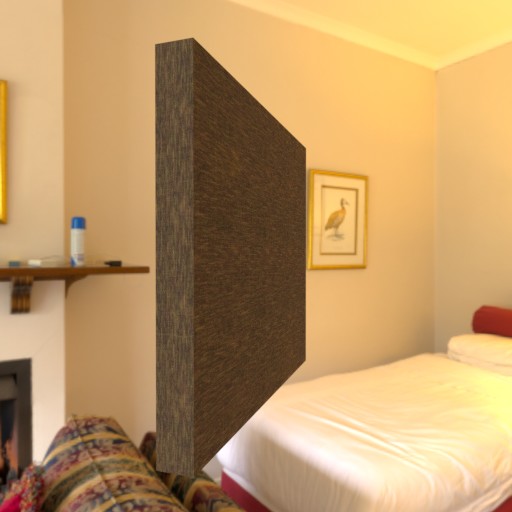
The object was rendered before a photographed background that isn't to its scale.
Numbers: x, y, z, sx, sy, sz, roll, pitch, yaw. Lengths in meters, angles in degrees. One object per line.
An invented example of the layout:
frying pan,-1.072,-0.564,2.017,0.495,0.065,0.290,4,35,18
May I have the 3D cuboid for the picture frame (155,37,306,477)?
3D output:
picture frame,0.000,0.000,0.516,0.033,0.330,0.378,0,1,19
